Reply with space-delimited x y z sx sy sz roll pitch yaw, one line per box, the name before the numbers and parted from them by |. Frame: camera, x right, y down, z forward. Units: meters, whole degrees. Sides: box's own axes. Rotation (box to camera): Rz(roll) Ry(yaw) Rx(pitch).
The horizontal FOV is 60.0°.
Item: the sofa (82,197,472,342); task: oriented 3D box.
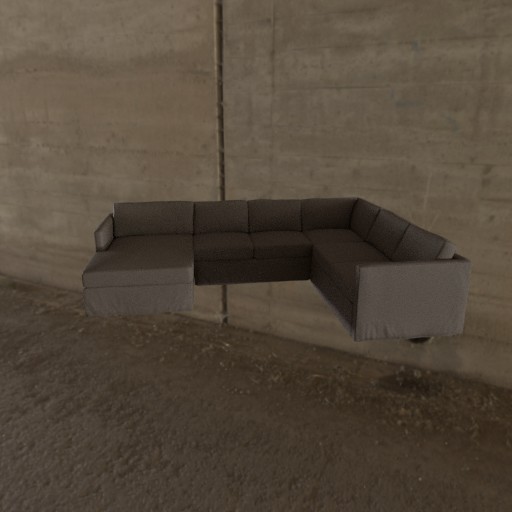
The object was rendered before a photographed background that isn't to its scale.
sofa | 0.000 0.000 4.820 3.528 0.878 2.476 -2 18 -7
